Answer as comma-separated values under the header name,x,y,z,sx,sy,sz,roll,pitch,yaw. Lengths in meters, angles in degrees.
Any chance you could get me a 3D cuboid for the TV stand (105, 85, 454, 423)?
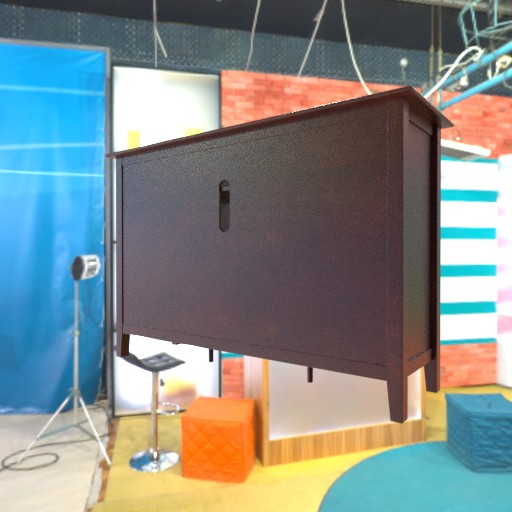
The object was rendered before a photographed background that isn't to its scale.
name,x,y,z,sx,sy,sz,roll,pitch,yaw
TV stand,0.000,0.000,1.761,1.372,0.915,0.445,0,1,37
